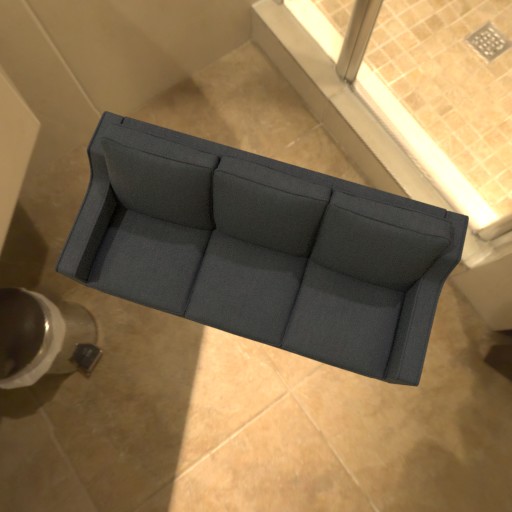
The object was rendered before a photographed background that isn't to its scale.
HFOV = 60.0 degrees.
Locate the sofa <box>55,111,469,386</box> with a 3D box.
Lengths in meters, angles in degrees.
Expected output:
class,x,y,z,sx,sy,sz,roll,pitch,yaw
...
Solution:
class,x,y,z,sx,sy,sz,roll,pitch,yaw
sofa,0.000,0.000,2.539,1.986,0.974,0.911,17,77,4
